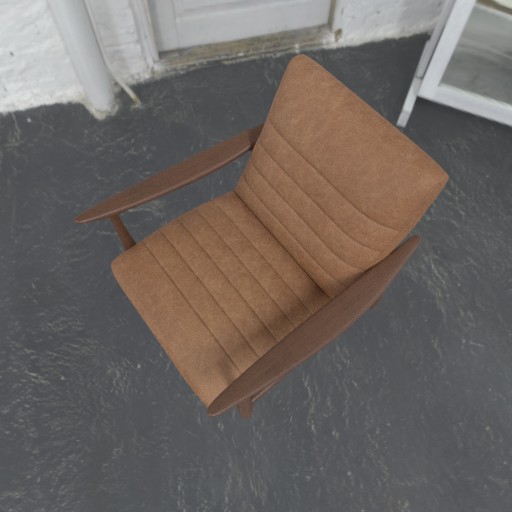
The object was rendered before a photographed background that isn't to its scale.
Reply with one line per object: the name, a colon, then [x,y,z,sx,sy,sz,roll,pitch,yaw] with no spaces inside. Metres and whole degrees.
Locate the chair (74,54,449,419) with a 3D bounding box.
chair: [0.000,0.000,1.424,0.798,0.832,0.741,-35,69,-16]
